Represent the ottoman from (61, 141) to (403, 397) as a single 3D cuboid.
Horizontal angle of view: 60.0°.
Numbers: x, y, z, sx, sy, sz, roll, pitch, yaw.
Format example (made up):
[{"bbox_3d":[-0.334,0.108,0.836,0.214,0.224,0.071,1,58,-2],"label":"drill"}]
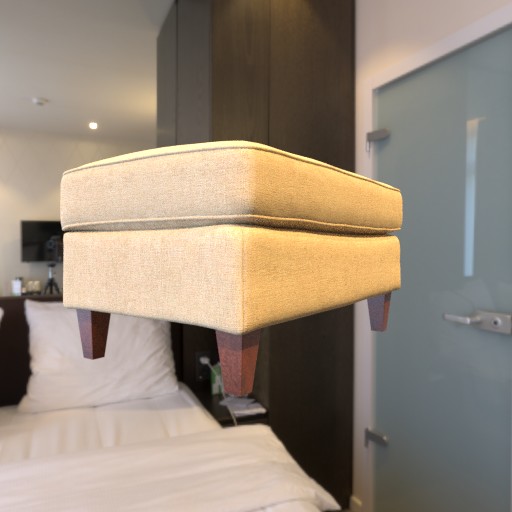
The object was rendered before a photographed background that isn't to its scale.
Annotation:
[{"bbox_3d":[0.000,0.000,1.243,0.583,0.484,0.862,1,2,35],"label":"ottoman"}]
